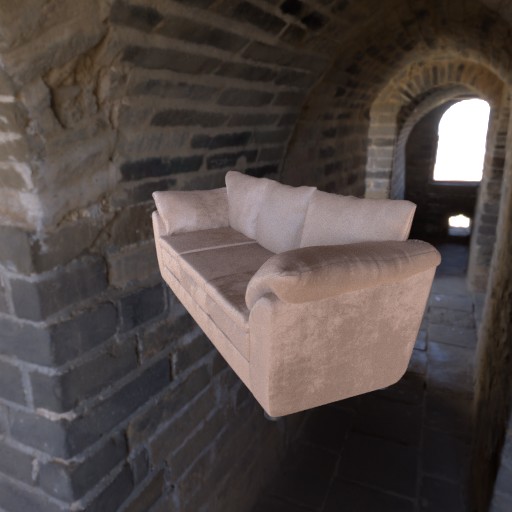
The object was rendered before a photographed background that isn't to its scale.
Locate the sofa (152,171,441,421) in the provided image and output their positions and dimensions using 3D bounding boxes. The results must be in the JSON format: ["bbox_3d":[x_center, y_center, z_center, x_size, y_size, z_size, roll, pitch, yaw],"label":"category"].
[{"bbox_3d":[0.000,0.000,2.878,0.893,0.981,2.377,-7,17,-23],"label":"sofa"}]
